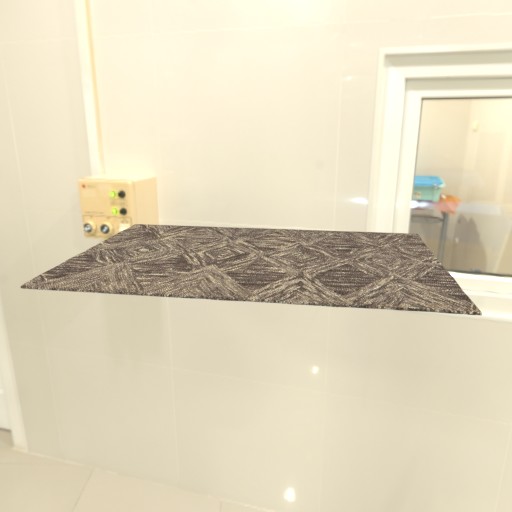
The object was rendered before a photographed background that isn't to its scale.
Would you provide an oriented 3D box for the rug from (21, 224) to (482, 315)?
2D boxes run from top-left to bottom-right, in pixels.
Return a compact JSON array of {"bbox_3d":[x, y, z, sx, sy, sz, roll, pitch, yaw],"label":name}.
[{"bbox_3d":[0.000,0.000,2.261,1.814,0.012,1.186,2,17,8],"label":"rug"}]
